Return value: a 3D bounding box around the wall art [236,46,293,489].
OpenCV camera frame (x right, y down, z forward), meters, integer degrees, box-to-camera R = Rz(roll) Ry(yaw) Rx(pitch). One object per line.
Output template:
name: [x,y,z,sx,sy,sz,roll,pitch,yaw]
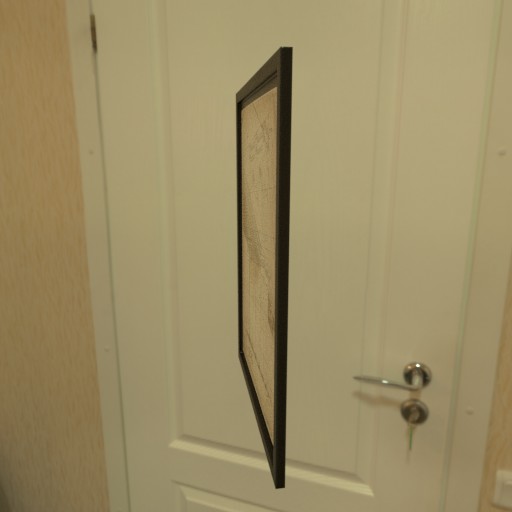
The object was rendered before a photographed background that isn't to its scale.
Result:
wall art: [0.000,0.000,0.868,0.016,0.657,0.480,-2,13,-9]
